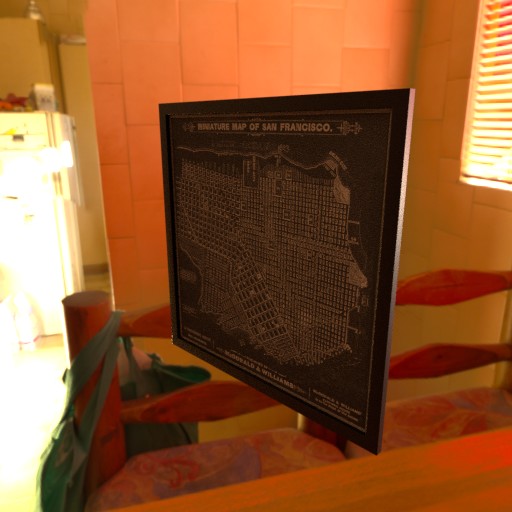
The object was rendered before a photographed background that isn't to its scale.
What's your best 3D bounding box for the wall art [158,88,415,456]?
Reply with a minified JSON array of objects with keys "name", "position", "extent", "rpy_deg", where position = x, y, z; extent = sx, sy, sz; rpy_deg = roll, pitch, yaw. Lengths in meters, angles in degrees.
[{"name":"wall art","position":[0.000,0.000,0.681],"extent":[0.457,0.458,0.012],"rpy_deg":[15,22,42]}]
